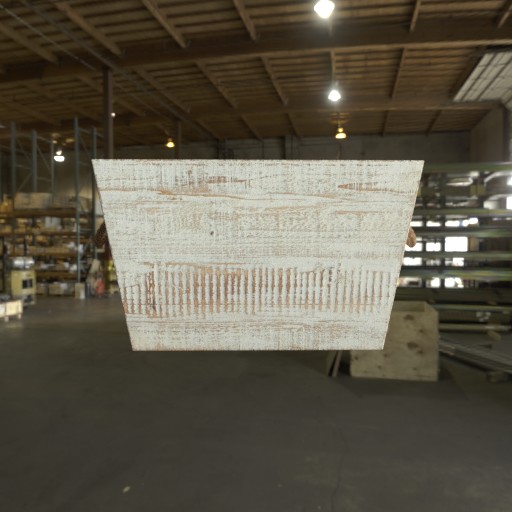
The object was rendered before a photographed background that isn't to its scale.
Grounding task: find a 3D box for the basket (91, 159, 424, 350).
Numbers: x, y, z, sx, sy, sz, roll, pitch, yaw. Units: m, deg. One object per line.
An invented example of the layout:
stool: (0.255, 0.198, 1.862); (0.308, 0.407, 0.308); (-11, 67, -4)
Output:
basket: (0.000, 0.000, 0.757); (0.545, 0.247, 0.413); (0, 1, -1)
